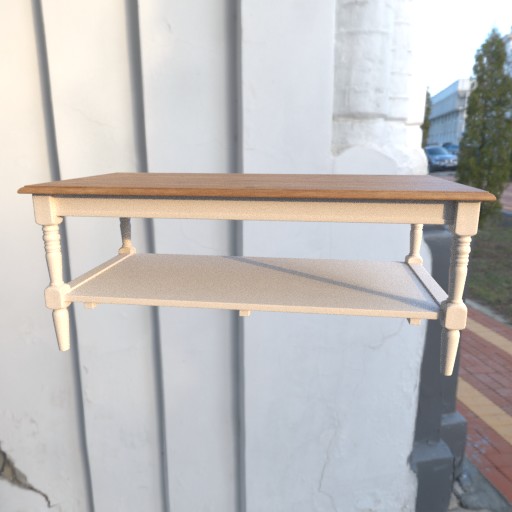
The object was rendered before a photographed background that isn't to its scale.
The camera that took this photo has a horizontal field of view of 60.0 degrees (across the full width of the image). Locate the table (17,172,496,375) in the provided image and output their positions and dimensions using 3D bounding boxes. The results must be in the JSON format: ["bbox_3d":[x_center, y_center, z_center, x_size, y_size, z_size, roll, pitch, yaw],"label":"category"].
[{"bbox_3d":[0.000,0.000,1.346,1.118,0.458,0.559,2,14,7],"label":"table"}]
